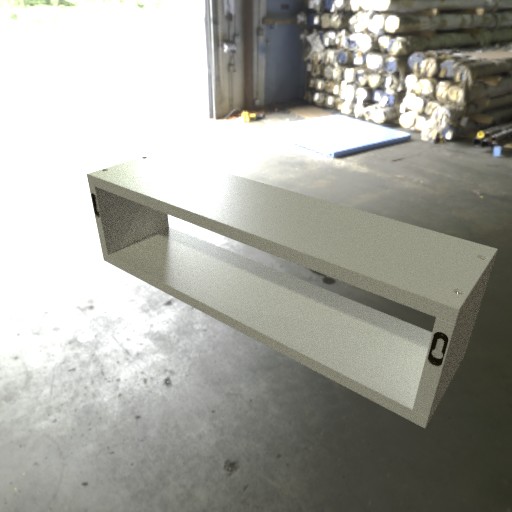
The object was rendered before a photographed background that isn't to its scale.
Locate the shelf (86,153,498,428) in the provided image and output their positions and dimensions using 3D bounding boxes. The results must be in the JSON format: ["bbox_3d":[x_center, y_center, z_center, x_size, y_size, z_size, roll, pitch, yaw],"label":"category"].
[{"bbox_3d":[0.000,0.000,0.678,0.610,0.170,0.150,22,37,32],"label":"shelf"}]
